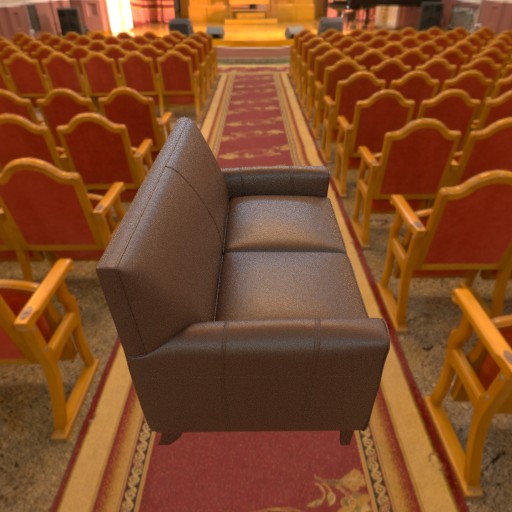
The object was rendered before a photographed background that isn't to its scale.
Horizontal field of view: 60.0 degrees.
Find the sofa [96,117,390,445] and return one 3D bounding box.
[{"bbox_3d":[0.000,0.000,2.009,0.853,0.859,1.468,0,32,0],"label":"sofa"}]
